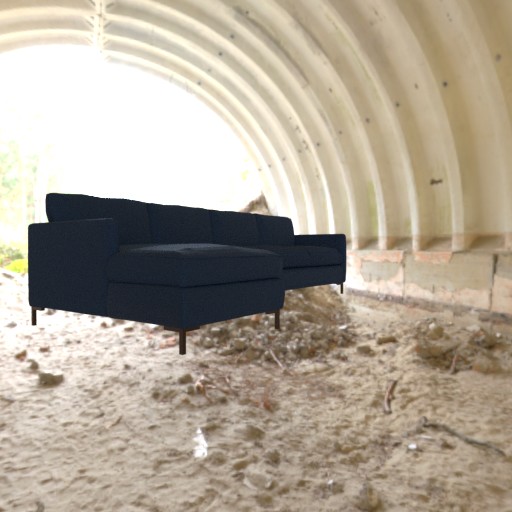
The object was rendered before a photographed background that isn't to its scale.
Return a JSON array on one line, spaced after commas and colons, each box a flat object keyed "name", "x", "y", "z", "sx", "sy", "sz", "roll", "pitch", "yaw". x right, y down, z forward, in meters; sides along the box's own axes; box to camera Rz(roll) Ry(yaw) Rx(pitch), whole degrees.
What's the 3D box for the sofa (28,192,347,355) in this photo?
[{"name": "sofa", "x": 0.000, "y": 0.000, "z": 2.876, "sx": 1.128, "sy": 0.679, "sz": 2.450, "roll": 1, "pitch": 1, "yaw": 35}]
